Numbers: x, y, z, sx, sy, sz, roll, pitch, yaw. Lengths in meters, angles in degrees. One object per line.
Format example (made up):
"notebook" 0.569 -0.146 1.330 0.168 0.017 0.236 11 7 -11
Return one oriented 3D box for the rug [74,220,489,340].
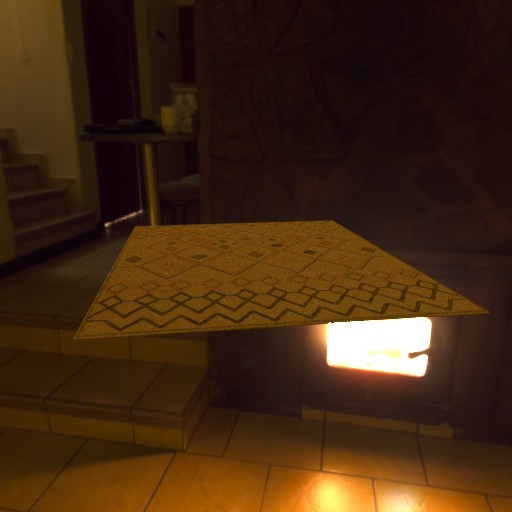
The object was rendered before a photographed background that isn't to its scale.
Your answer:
"rug" 0.000 0.000 3.994 2.441 0.016 3.050 -2 15 -8
